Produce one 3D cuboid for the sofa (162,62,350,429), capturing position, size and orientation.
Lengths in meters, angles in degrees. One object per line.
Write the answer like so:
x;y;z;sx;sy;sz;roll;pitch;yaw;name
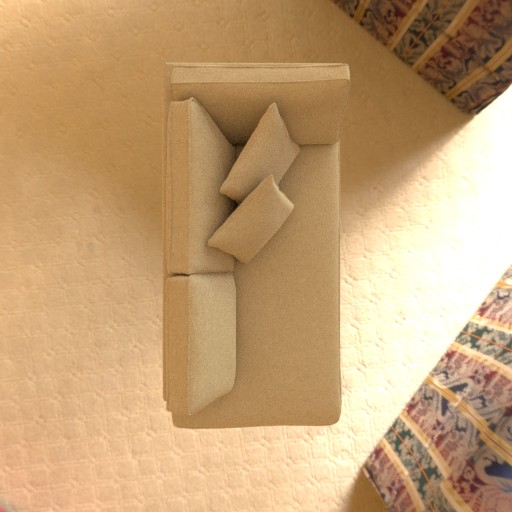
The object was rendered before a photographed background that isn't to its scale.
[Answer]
0.000;0.000;2.855;1.110;1.033;2.237;0;90;0;sofa
